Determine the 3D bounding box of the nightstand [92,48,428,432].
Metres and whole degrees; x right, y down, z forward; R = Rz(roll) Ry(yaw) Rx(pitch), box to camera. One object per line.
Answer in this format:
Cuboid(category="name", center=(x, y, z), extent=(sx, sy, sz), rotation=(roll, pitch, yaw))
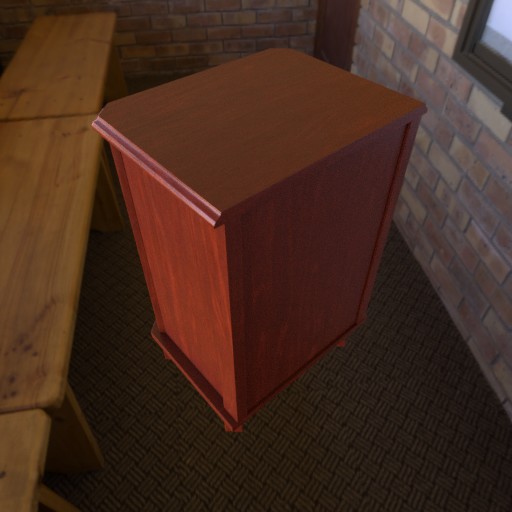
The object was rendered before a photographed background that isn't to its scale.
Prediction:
Cuboid(category="nightstand", center=(0.000, 0.000, 0.943), extent=(0.435, 0.681, 0.351), rotation=(-32, 53, -28))
